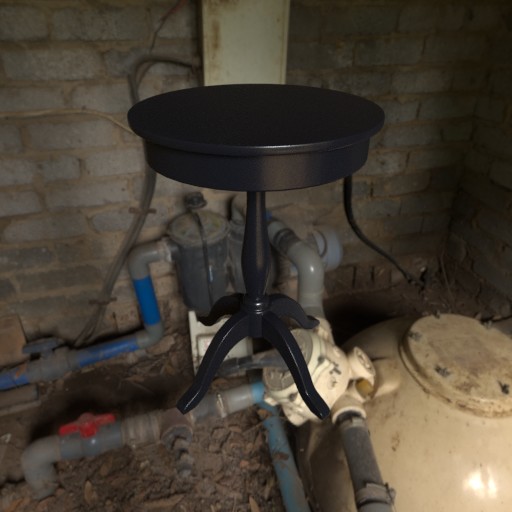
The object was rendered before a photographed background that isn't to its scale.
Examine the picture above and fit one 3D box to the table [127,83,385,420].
[{"bbox_3d":[0.000,0.000,1.016,0.481,0.665,0.481,0,31,0],"label":"table"}]
